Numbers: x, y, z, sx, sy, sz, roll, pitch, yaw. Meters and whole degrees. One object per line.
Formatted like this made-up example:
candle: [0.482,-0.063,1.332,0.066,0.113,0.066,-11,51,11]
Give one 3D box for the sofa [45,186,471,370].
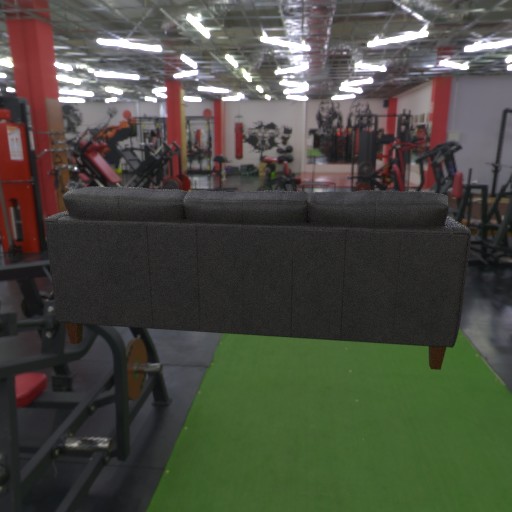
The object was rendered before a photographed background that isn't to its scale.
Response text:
sofa: [0.000,0.000,3.060,2.464,1.006,1.045,2,15,8]
